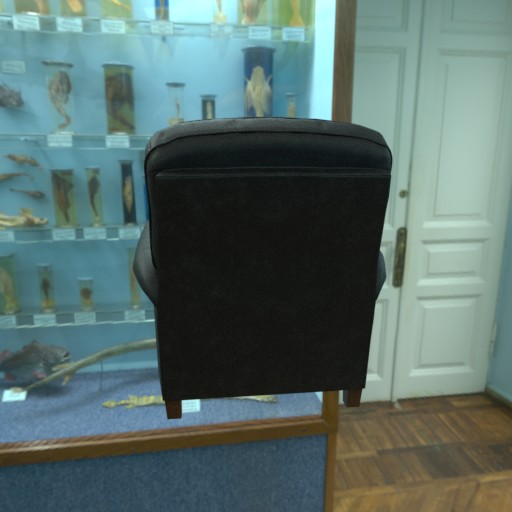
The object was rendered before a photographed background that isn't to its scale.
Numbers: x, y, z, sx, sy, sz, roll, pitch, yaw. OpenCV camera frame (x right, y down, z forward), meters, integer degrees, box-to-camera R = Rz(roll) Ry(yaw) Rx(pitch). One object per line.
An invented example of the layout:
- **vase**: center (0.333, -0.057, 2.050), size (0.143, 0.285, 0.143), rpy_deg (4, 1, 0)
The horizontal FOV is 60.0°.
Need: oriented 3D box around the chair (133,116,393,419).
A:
- **chair**: center (0.000, 0.000, 1.775), size (0.936, 1.018, 0.986), rpy_deg (-1, 13, -6)
